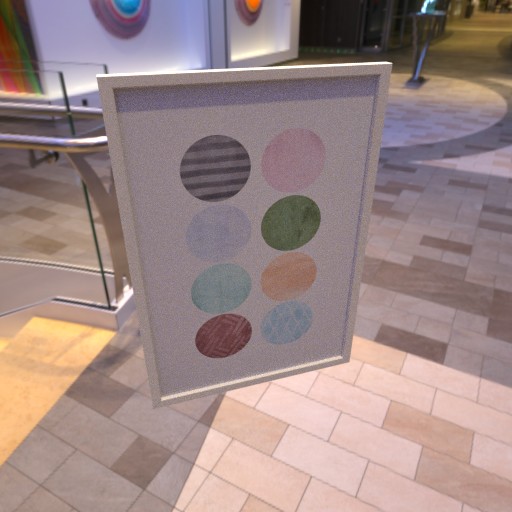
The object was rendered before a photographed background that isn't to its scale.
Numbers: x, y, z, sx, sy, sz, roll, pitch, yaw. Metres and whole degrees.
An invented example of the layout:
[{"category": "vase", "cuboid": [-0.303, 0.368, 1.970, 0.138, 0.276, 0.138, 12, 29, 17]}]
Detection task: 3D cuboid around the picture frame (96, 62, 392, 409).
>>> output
[{"category": "picture frame", "cuboid": [0.000, 0.000, 0.553, 0.305, 0.434, 0.013, -9, 32, -15]}]
